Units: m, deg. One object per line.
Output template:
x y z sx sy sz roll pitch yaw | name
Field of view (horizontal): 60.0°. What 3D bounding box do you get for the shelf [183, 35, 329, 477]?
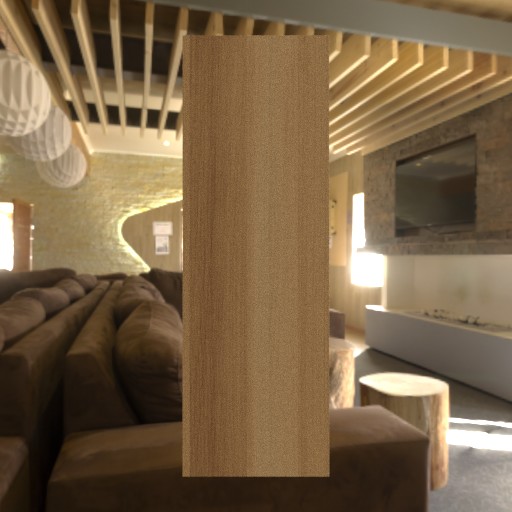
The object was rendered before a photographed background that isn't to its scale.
0.000 0.000 1.021 0.290 0.872 0.290 0 0 0 | shelf
